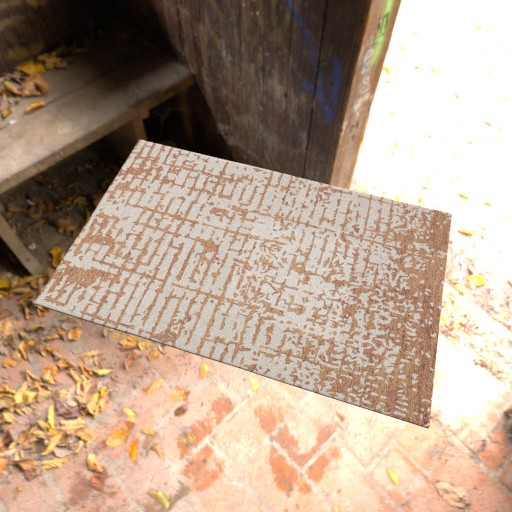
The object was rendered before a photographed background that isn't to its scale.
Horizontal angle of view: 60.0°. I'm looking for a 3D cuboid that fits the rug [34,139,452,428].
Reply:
[{"bbox_3d":[0.000,0.000,2.954,2.435,0.011,1.517,15,59,9],"label":"rug"}]
